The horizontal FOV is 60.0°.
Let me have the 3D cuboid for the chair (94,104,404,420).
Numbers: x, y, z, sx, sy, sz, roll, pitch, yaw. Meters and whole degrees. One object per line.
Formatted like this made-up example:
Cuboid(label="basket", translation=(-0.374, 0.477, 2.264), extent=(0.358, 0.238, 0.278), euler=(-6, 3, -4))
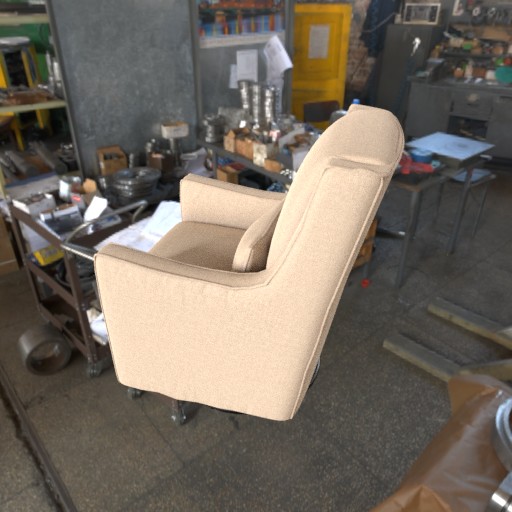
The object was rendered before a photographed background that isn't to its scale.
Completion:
Cuboid(label="chair", translation=(0.000, 0.000, 1.599), extent=(0.879, 0.993, 0.732), euler=(8, 32, 13))
